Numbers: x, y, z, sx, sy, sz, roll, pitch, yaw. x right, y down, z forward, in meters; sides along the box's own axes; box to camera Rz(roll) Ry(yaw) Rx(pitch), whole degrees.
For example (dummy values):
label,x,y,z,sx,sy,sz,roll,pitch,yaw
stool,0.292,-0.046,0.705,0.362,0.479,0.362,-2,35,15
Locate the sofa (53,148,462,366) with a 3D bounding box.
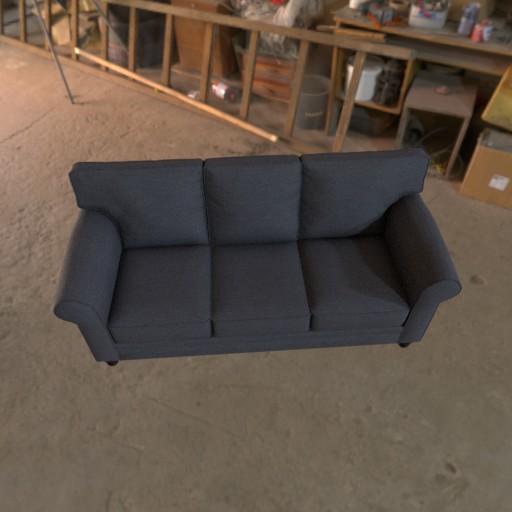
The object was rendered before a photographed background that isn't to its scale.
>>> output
label,x,y,z,sx,sy,sz,roll,pitch,yaw
sofa,0.000,0.000,2.622,2.084,0.966,0.909,-3,47,-3
